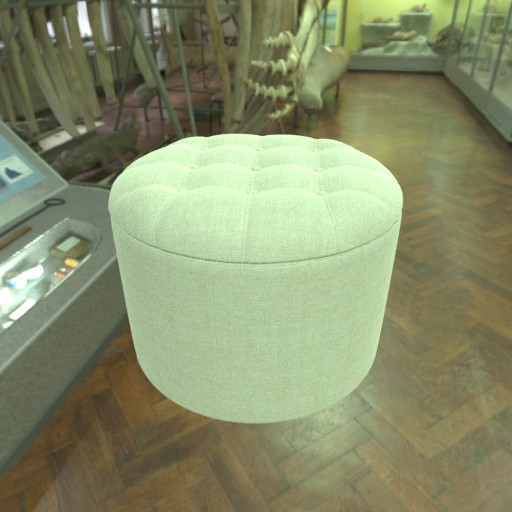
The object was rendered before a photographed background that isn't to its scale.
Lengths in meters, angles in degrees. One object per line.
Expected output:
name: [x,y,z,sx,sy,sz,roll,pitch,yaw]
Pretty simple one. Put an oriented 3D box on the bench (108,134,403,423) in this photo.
bench: [0.000,0.000,1.019,0.600,0.453,0.600,0,30,0]
